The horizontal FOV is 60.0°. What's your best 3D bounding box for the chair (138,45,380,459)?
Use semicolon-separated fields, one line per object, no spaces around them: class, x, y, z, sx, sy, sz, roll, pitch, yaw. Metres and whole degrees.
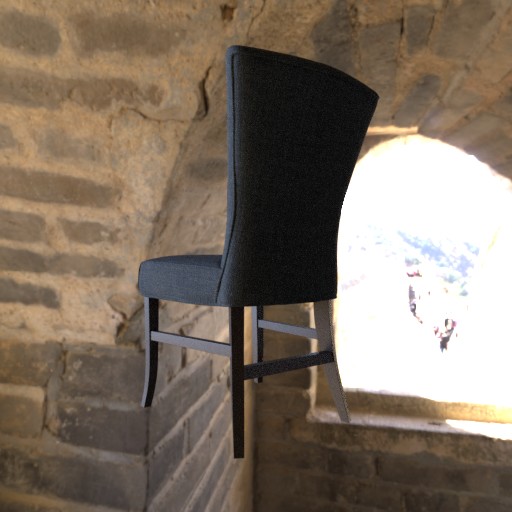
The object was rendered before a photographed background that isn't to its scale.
chair;0.000;0.000;1.364;0.520;0.991;0.660;0;0;-37
